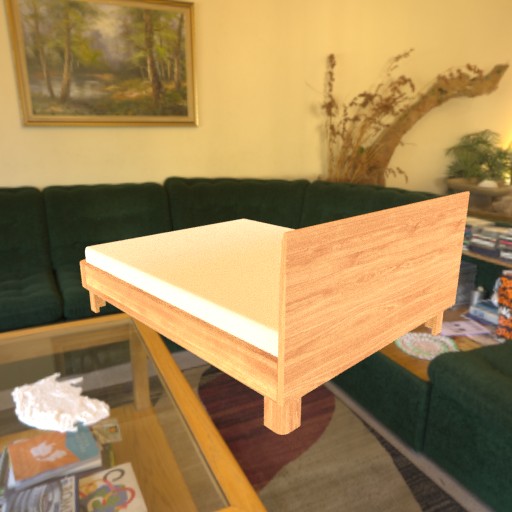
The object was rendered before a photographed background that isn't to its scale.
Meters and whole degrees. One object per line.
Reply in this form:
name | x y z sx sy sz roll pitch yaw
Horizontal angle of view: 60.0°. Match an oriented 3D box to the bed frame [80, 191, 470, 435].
bed frame | 0.000 0.000 3.051 1.660 0.940 2.092 -15 21 -41
